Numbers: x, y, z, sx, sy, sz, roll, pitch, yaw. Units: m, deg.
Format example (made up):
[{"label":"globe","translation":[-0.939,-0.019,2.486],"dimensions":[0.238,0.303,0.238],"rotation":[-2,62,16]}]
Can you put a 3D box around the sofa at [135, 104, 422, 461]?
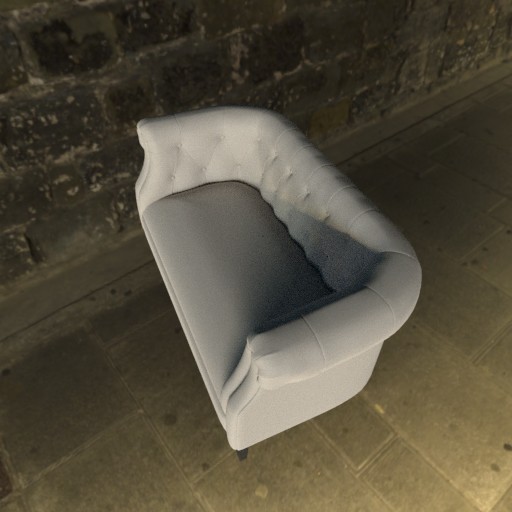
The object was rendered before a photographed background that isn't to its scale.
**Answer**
[{"label":"sofa","translation":[0.000,0.000,2.078],"dimensions":[0.835,0.827,1.558],"rotation":[-18,49,-16]}]
